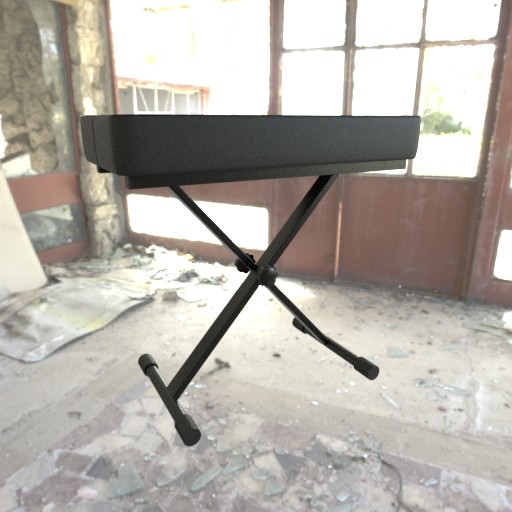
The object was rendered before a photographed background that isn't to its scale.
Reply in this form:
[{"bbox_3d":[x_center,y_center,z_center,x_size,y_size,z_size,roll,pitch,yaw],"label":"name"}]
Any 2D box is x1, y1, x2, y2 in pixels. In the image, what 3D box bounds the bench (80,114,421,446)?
[{"bbox_3d":[0.000,0.000,0.928,0.600,0.561,0.300,-9,20,-28],"label":"bench"}]
